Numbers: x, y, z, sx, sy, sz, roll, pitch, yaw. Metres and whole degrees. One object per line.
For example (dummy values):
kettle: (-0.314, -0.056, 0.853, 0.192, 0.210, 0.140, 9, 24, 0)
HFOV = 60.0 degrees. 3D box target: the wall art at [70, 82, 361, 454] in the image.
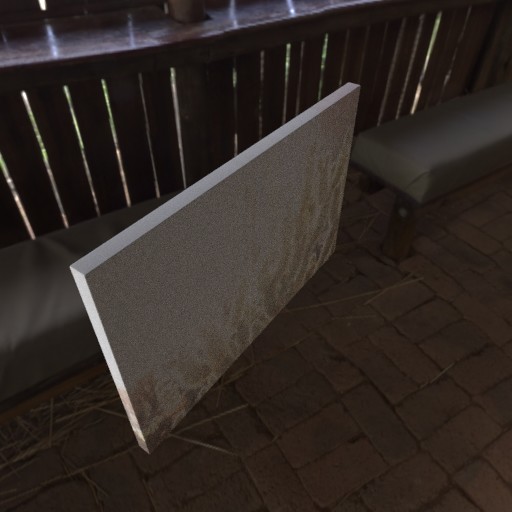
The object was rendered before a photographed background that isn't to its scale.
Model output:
wall art: (0.000, 0.000, 1.148, 0.040, 0.608, 0.916, 26, 48, 26)
